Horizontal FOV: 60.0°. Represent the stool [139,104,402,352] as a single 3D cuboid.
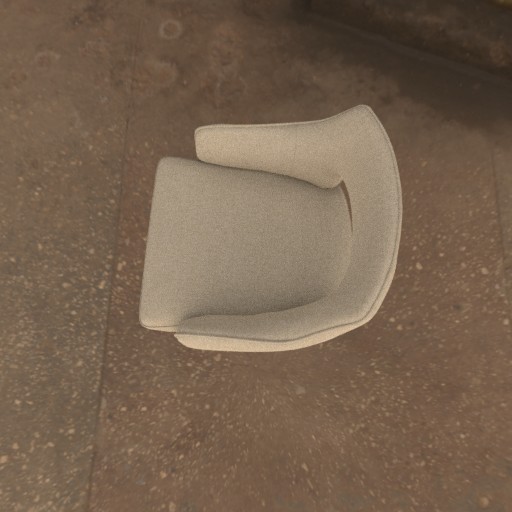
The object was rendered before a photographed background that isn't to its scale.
[{"bbox_3d":[0.000,0.000,1.269,0.560,0.936,0.550,3,76,1],"label":"stool"}]
